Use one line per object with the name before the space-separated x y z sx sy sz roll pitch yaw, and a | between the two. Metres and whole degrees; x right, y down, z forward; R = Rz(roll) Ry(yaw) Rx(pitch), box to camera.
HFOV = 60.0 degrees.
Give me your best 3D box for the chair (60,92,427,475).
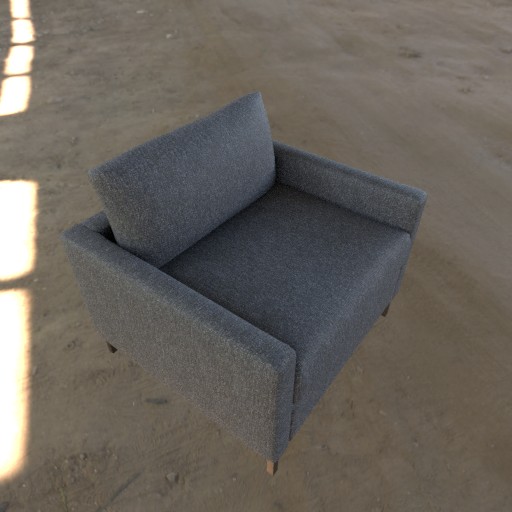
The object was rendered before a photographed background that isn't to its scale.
chair | 0.000 0.000 1.598 0.866 0.861 0.963 26 48 27
